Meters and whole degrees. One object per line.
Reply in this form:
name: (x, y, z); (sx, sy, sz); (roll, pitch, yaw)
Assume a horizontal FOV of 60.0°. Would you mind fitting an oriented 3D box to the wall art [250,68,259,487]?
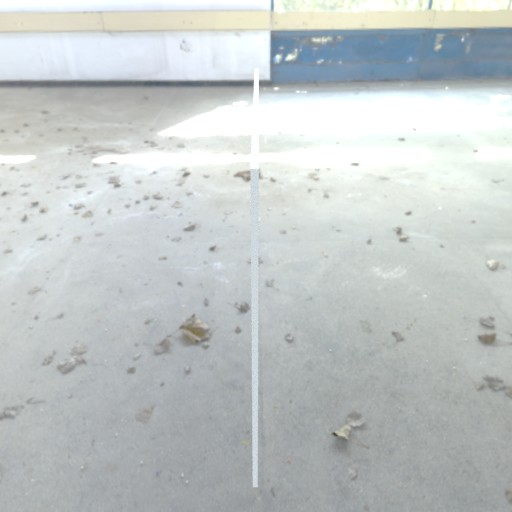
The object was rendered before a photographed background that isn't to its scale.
wall art: (0.000, 0.000, 1.195); (0.012, 0.809, 0.809); (0, 32, 0)
